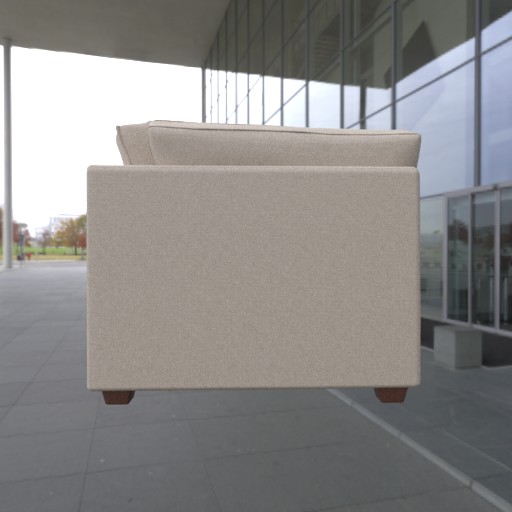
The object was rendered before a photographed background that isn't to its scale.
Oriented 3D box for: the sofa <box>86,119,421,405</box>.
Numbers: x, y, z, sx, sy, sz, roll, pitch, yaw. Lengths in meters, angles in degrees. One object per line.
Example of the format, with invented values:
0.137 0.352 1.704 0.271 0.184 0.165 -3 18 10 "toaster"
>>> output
0.000 0.000 1.860 1.050 0.937 1.042 0 1 -1 "sofa"
